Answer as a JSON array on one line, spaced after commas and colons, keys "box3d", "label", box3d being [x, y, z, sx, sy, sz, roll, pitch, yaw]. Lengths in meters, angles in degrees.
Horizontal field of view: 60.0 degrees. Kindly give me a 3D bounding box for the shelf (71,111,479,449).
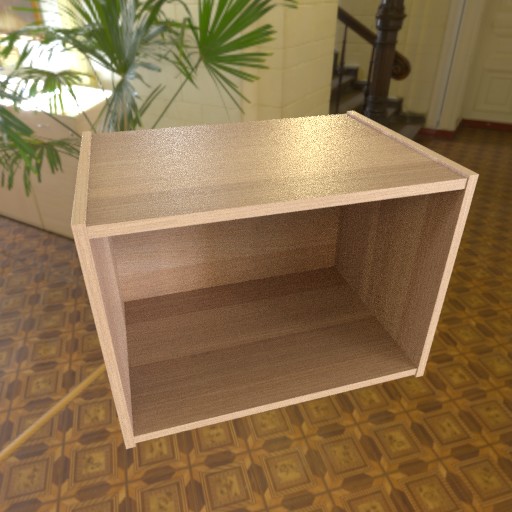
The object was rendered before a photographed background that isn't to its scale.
[{"box3d": [0.000, 0.000, 0.624, 0.415, 0.305, 0.290, -9, 33, -14], "label": "shelf"}]
